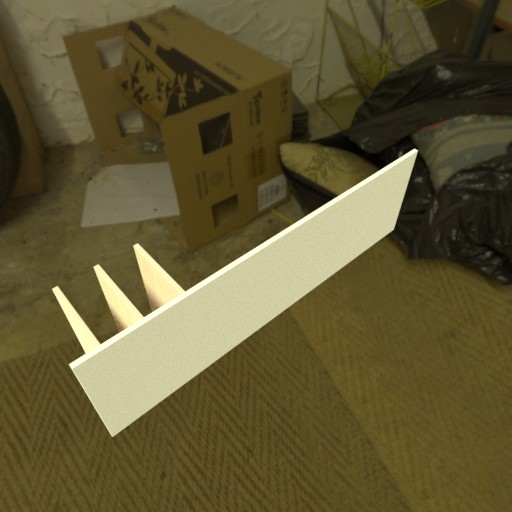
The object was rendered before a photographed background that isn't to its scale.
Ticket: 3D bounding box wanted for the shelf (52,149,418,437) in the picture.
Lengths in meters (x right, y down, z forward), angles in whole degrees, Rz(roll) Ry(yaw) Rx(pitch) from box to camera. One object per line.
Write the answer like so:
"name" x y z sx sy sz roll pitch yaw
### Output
"shelf" 0.000 0.000 1.157 1.020 0.300 0.200 -32 54 -27
